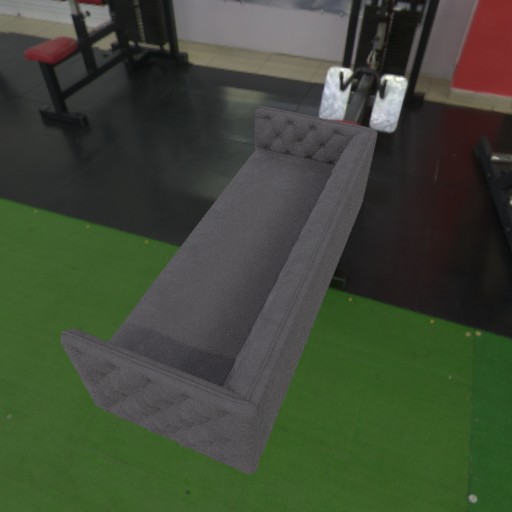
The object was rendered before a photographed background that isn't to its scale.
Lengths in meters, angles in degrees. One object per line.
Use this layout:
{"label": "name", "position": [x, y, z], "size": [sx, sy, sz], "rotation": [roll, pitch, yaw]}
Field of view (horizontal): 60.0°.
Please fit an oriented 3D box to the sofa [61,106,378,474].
{"label": "sofa", "position": [0.000, 0.000, 2.658], "size": [0.895, 0.771, 2.209], "rotation": [17, 48, 16]}
